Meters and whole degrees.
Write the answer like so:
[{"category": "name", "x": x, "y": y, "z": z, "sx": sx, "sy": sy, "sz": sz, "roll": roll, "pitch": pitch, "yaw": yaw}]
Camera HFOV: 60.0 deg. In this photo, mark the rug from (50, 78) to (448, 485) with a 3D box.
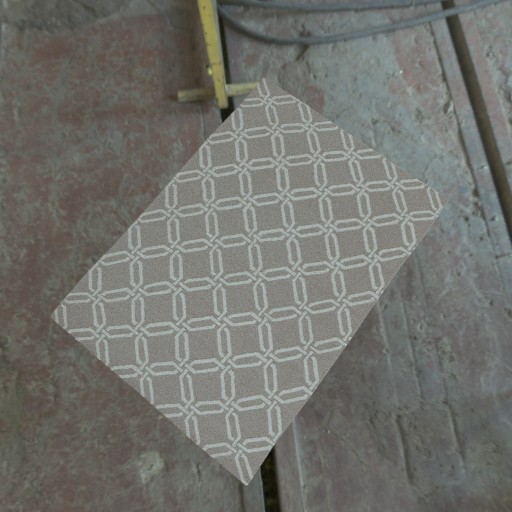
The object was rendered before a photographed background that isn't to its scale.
[{"category": "rug", "x": 0.000, "y": 0.000, "z": 2.765, "sx": 1.524, "sy": 0.013, "sz": 2.135, "roll": 37, "pitch": 78, "yaw": 9}]
